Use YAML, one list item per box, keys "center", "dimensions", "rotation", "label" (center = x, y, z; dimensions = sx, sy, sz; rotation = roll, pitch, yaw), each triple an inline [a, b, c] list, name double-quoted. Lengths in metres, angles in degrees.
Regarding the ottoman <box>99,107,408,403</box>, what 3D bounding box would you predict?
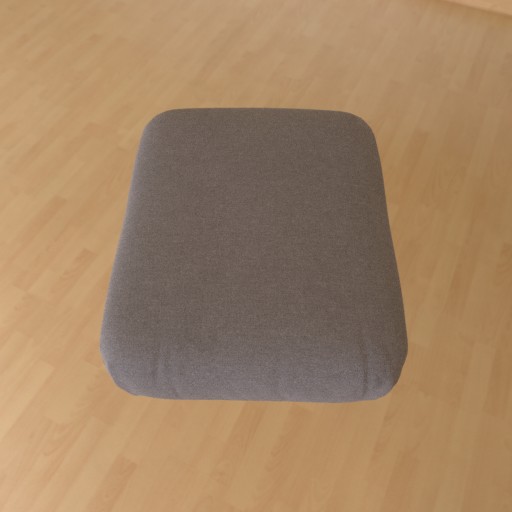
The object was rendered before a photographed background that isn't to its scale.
- center: [0.000, 0.000, 1.145]
  dimensions: [0.622, 0.450, 0.747]
  rotation: [1, 59, 1]
  label: "ottoman"
